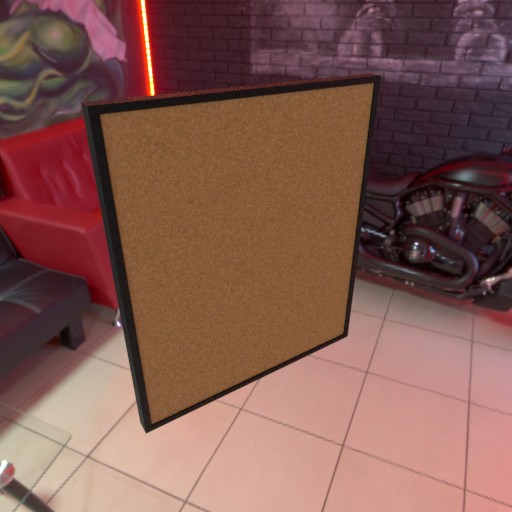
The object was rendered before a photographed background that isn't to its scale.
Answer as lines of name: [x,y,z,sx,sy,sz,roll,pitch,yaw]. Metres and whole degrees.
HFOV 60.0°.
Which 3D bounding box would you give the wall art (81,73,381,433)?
wall art: [0.000,0.000,0.528,0.330,0.381,0.019,-18,34,-29]
